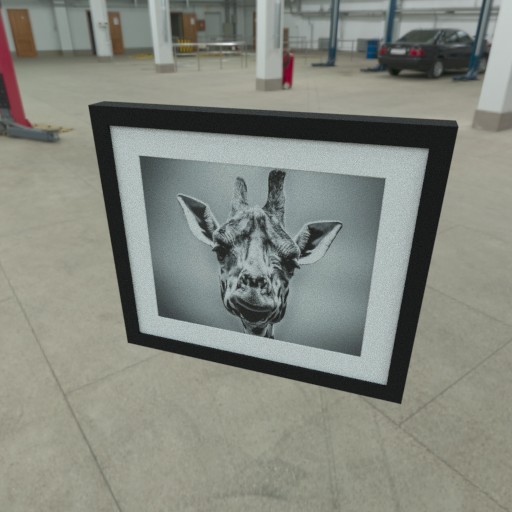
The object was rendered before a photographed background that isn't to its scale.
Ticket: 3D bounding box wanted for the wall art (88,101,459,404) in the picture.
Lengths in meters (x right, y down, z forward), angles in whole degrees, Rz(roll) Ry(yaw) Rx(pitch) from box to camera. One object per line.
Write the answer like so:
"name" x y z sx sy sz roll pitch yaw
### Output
"wall art" 0.000 0.000 0.527 0.381 0.330 0.031 9 29 16
